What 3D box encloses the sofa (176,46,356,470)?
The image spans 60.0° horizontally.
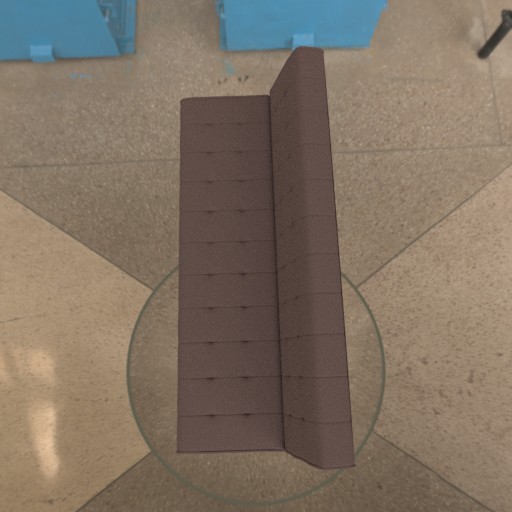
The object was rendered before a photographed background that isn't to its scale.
[{"bbox_3d":[0.000,0.000,2.061,0.747,0.699,1.703,-2,76,0],"label":"sofa"}]
